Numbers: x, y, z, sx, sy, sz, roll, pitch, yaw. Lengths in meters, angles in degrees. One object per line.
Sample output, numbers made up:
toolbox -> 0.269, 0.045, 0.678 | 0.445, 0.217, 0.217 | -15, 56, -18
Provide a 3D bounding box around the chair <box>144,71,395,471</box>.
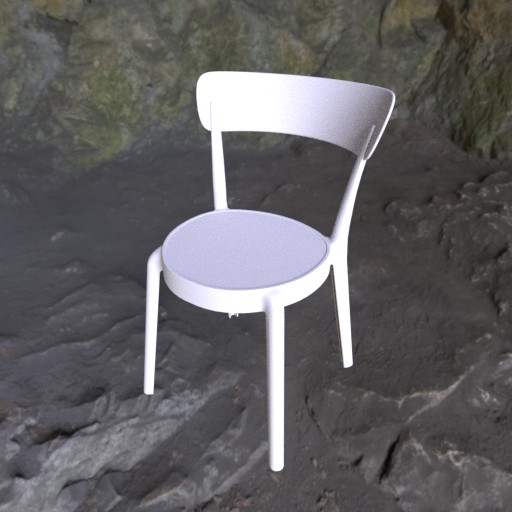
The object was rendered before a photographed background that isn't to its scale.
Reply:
chair -> 0.000, 0.000, 1.112 | 0.506, 0.790, 0.491 | 19, 35, 28
